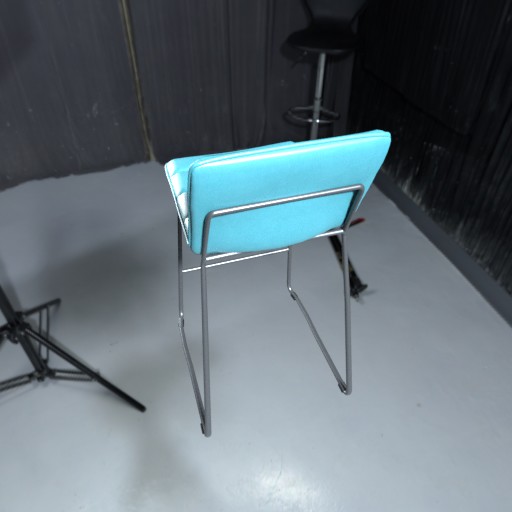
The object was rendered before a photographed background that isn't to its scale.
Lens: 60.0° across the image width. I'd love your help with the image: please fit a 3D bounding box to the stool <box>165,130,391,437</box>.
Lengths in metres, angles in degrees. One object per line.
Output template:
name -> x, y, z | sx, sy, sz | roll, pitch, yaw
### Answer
stool -> 0.000, 0.000, 1.260 | 0.489, 0.936, 0.524 | -12, 43, -13
